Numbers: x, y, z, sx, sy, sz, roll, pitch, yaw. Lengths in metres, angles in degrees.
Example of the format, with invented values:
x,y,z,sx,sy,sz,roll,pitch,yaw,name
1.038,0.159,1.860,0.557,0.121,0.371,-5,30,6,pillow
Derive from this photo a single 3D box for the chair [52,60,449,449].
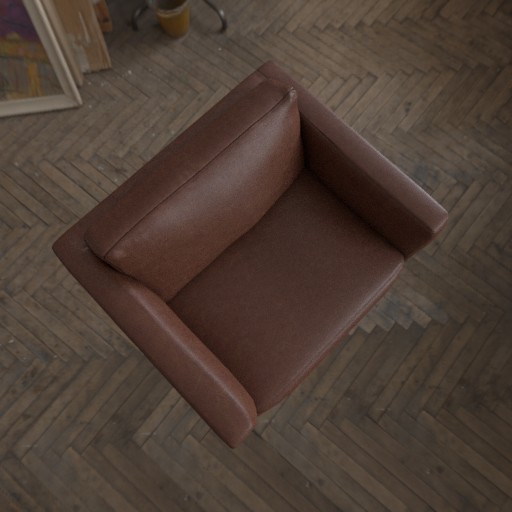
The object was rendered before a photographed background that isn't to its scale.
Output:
x,y,z,sx,sy,sz,roll,pitch,yaw,name
0.000,0.000,1.815,1.107,0.917,0.959,-44,80,-10,chair
